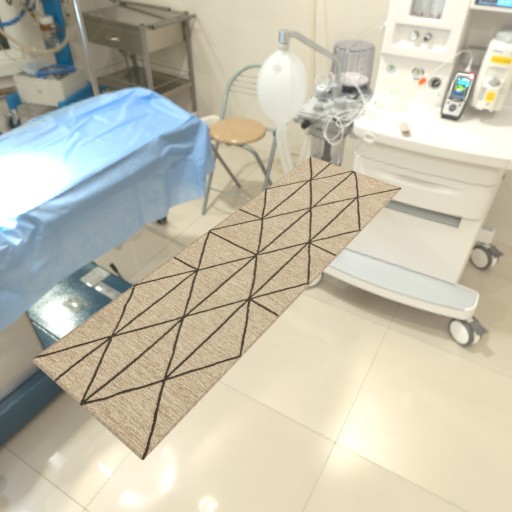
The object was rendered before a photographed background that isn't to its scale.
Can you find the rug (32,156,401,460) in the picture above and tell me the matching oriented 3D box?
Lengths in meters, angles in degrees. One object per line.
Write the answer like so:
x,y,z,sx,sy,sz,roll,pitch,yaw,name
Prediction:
0.000,0.000,2.612,0.762,0.012,2.438,27,48,27,rug
